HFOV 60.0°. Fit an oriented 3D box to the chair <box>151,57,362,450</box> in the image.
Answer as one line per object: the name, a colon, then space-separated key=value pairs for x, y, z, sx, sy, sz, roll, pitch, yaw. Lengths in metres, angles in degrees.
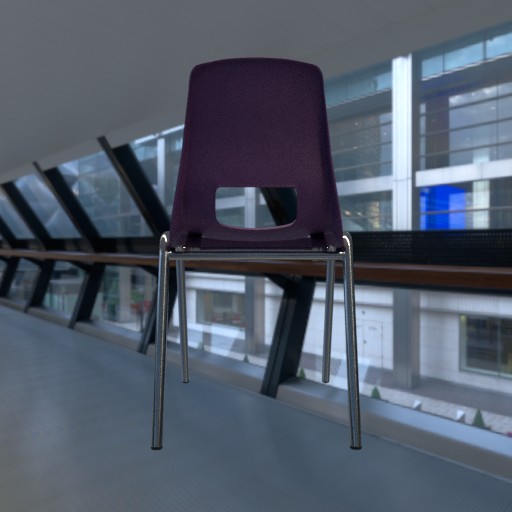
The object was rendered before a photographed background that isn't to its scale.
chair: x=0.000 y=0.000 z=0.936 sx=0.381 sy=0.654 sz=0.432 roll=0 pitch=0 yaw=0
